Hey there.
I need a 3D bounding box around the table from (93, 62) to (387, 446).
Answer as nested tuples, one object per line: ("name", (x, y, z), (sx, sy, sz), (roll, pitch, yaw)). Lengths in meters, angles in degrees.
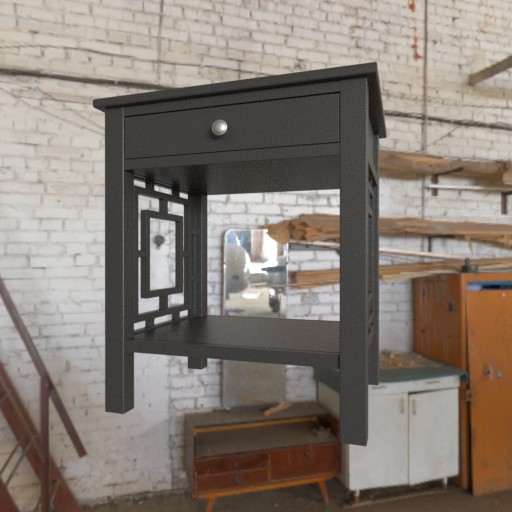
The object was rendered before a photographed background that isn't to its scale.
("table", (0.000, 0.000, 1.025), (0.564, 0.646, 0.451), (0, 0, 18))
